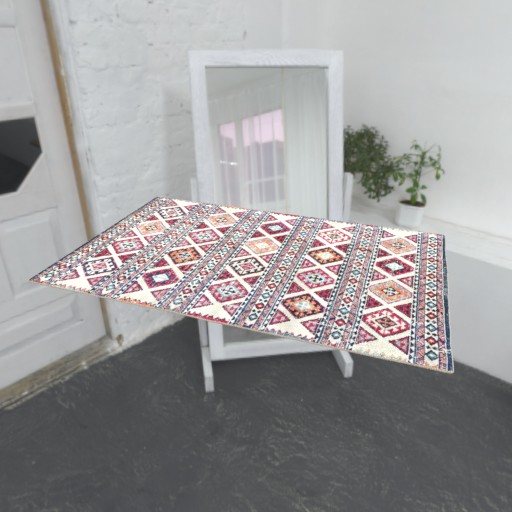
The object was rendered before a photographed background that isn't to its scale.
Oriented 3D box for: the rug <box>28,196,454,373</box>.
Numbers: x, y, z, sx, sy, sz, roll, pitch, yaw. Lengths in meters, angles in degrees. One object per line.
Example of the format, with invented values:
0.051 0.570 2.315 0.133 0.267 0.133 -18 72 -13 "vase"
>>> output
0.000 0.000 2.998 2.440 0.010 1.545 9 30 17 "rug"
